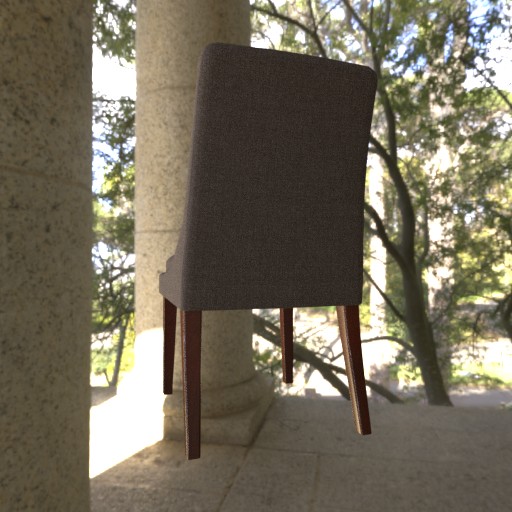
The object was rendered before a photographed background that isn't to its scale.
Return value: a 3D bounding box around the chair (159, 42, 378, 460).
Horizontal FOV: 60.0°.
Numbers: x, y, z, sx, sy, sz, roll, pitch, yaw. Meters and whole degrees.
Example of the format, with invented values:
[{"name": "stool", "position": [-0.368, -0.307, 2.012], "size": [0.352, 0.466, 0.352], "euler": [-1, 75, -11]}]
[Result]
[{"name": "chair", "position": [0.000, 0.000, 1.333], "size": [0.508, 0.952, 0.655], "euler": [0, -1, -18]}]
